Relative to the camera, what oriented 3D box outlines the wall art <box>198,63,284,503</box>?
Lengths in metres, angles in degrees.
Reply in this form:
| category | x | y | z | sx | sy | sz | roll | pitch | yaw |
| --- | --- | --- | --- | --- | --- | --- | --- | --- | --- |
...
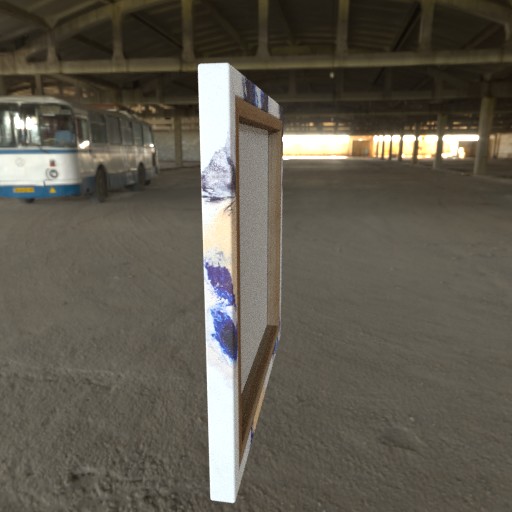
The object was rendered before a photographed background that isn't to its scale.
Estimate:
| category | x | y | z | sx | sy | sz | roll | pitch | yaw |
| --- | --- | --- | --- | --- | --- | --- | --- | --- | --- |
| wall art | 0.000 | 0.000 | 0.879 | 0.039 | 0.609 | 0.609 | 2 | 14 | 9 |
